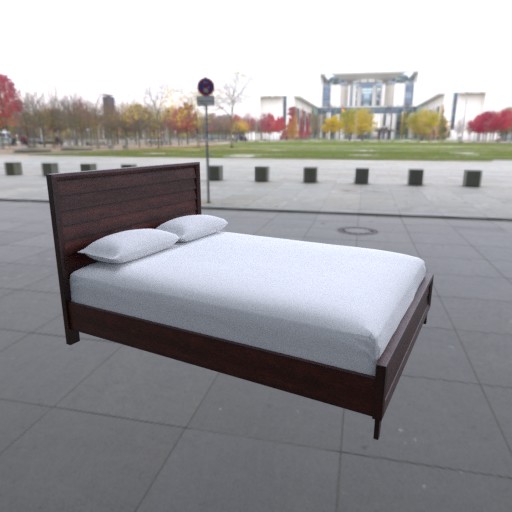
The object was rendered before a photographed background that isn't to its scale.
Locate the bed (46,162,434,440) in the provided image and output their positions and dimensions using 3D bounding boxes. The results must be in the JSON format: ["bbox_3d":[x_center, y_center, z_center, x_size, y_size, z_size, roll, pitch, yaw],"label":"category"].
[{"bbox_3d":[0.000,0.000,3.984,2.803,1.492,2.040,8,17,27],"label":"bed"}]
